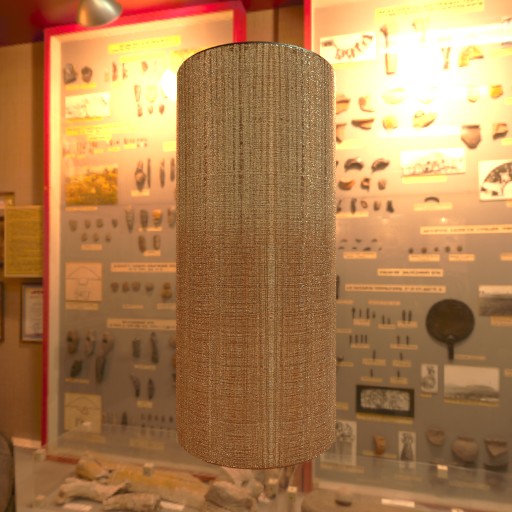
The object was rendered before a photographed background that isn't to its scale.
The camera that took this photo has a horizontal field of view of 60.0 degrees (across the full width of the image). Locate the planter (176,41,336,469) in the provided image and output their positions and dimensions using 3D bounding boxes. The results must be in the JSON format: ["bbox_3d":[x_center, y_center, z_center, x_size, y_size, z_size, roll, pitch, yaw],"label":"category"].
[{"bbox_3d":[0.000,0.000,0.282,0.100,0.227,0.100,0,0,16],"label":"planter"}]
